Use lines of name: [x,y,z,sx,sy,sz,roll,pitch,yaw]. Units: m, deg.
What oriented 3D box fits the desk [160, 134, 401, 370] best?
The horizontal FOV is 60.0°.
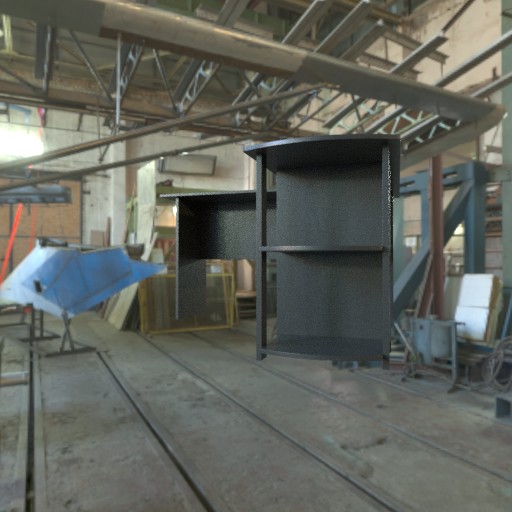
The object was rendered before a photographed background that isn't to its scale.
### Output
desk: [0.000,0.000,2.107,1.303,0.716,1.361,0,-1,18]
